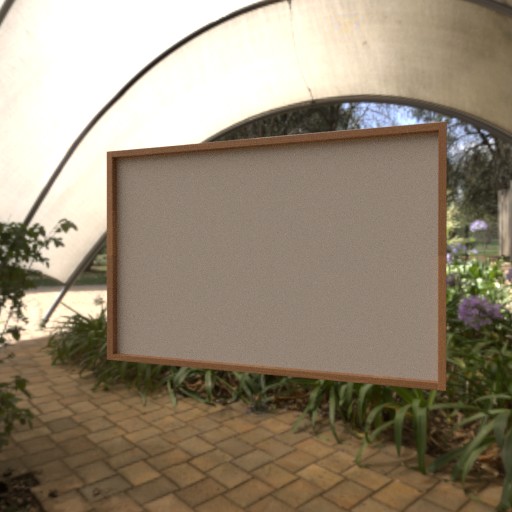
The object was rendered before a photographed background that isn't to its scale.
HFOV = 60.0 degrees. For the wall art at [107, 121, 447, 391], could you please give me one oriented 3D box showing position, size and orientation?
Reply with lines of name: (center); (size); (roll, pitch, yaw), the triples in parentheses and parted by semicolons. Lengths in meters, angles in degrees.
wall art: (0.000, 0.000, 1.156); (0.914, 0.607, 0.023); (0, 0, 19)
